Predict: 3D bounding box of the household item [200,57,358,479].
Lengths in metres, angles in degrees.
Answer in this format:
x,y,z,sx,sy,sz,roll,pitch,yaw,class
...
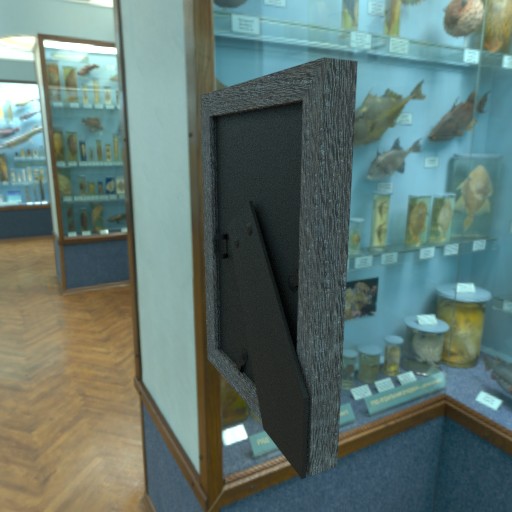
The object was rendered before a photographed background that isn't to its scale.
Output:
x,y,z,sx,sy,sz,roll,pitch,yaw,class
0.000,0.000,0.244,0.020,0.180,0.133,-7,15,-26,household item
